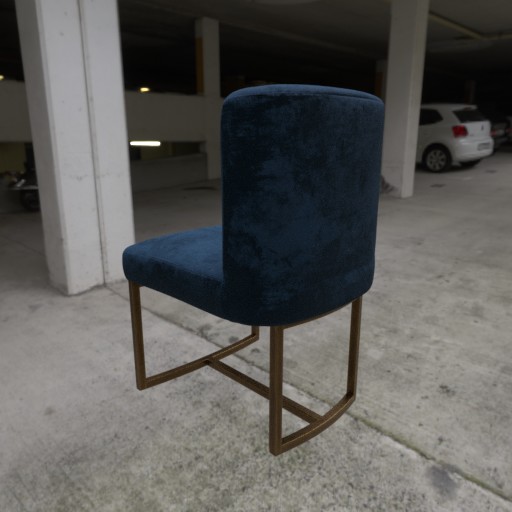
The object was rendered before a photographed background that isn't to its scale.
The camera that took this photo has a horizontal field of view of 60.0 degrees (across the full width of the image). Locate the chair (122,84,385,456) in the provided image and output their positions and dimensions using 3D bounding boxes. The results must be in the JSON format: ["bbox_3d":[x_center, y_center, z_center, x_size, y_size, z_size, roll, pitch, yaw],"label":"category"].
[{"bbox_3d":[0.000,0.000,1.206,0.530,0.824,0.560,-14,20,-42],"label":"chair"}]
